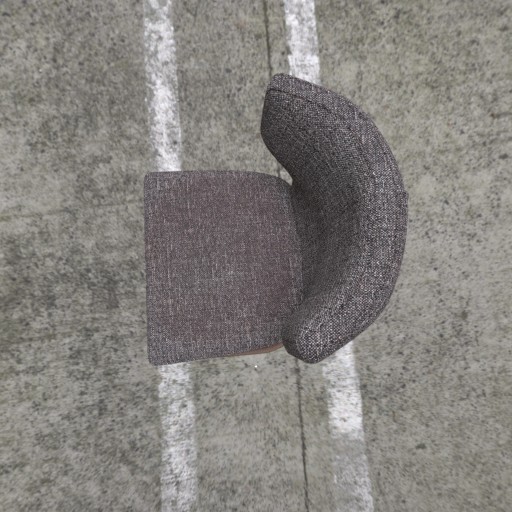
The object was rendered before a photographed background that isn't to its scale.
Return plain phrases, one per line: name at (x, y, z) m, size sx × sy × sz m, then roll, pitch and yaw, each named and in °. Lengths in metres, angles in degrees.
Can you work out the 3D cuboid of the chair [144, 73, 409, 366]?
chair at (0.000, 0.000, 1.249) m, size 0.617 × 0.824 × 0.611 m, roll -5°, pitch 76°, yaw -1°
